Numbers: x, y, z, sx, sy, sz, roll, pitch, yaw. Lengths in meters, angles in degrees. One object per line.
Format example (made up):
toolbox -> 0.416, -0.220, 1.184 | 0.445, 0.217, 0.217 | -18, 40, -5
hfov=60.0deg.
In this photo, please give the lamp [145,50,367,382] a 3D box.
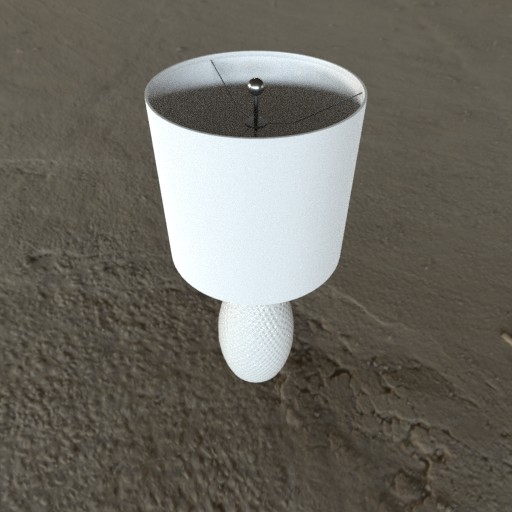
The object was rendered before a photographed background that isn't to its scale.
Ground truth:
lamp -> 0.000, 0.000, 0.586 | 0.214, 0.466, 0.214 | 0, 42, 0
